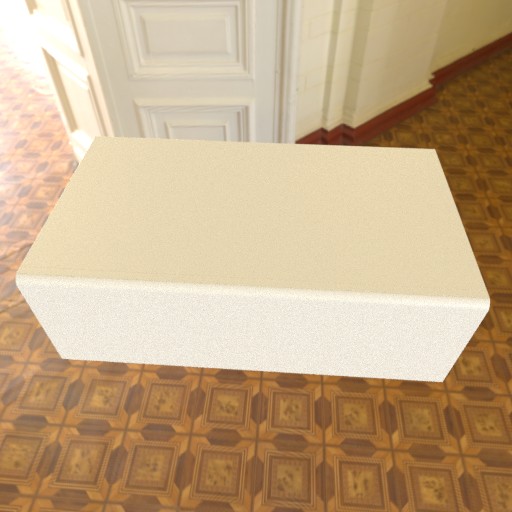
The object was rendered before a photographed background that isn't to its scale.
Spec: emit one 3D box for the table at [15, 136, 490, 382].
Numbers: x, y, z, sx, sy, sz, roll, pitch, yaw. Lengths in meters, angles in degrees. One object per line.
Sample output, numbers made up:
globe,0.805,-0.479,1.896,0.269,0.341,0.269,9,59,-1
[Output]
table,0.000,0.000,1.388,1.097,0.442,0.639,3,47,3
